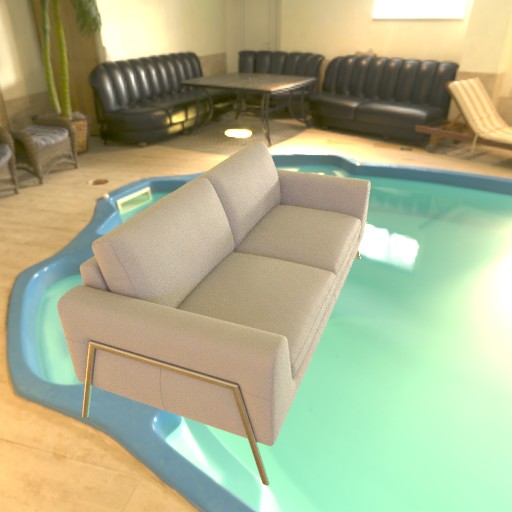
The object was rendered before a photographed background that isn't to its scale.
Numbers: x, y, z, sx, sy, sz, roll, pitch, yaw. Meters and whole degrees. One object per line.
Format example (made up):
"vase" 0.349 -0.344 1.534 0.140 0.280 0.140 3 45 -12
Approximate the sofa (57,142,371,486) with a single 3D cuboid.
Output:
"sofa" 0.000 0.000 2.520 0.953 0.875 2.017 11 30 19
